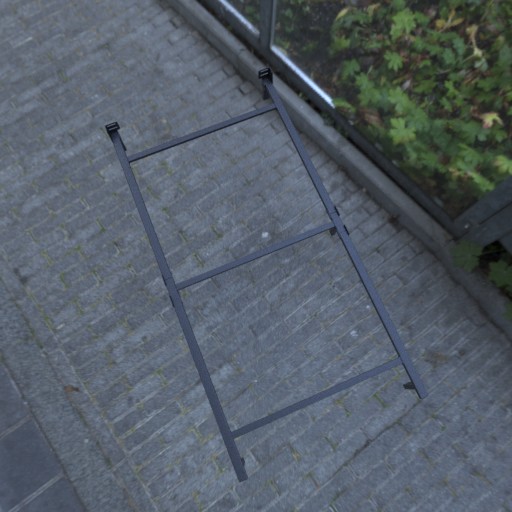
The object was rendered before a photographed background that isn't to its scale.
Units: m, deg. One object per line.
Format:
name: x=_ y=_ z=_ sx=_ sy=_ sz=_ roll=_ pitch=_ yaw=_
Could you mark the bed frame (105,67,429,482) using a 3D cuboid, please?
bed frame: x=0.000 y=0.000 z=2.300 sx=0.968 sy=0.248 sz=1.897 roll=-22 pitch=75 yaw=-6
